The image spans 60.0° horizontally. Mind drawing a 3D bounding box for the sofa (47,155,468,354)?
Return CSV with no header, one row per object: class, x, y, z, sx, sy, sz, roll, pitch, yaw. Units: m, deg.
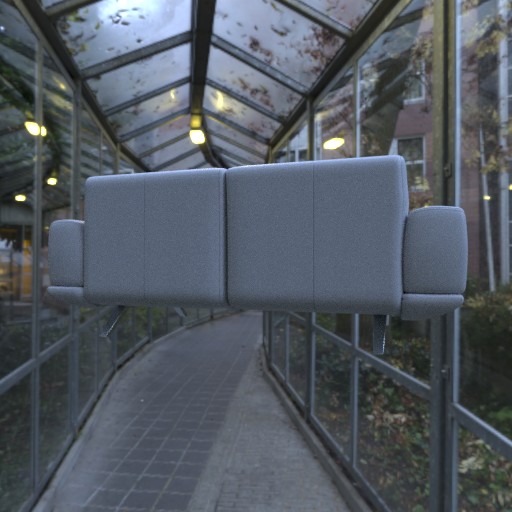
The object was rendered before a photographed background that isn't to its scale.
sofa,0.000,0.000,2.308,1.901,0.772,0.900,0,-1,18
